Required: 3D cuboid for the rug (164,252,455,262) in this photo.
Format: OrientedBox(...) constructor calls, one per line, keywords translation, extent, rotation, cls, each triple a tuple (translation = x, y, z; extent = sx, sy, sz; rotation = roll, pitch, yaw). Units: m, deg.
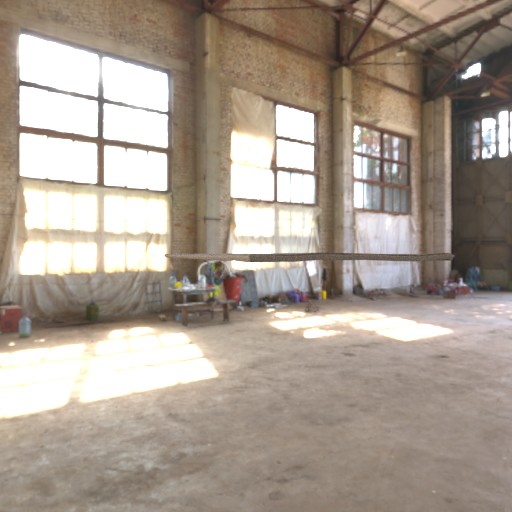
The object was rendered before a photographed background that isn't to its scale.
OrientedBox(translation=(0.000, 0.000, 2.704), extent=(0.832, 0.035, 2.381), rotation=(0, 0, -18), cls="rug")
